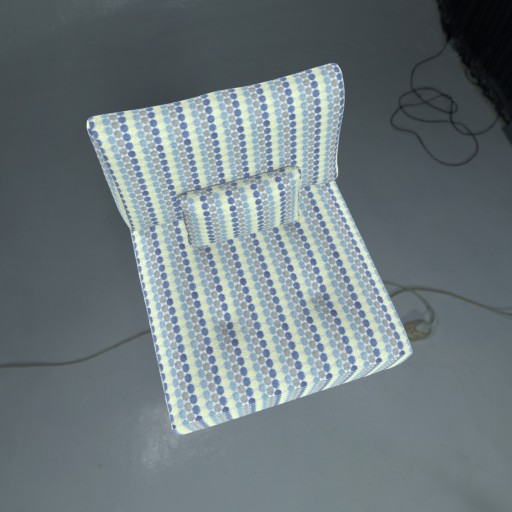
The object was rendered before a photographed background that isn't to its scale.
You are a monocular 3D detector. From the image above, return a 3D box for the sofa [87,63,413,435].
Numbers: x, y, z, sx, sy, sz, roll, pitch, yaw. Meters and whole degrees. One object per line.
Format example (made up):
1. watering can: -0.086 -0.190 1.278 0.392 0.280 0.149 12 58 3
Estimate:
1. sofa: 0.000 0.000 1.686 0.930 0.830 1.000 -15 65 -7
